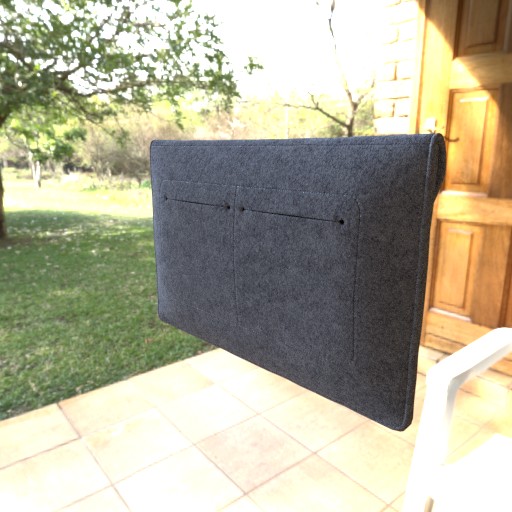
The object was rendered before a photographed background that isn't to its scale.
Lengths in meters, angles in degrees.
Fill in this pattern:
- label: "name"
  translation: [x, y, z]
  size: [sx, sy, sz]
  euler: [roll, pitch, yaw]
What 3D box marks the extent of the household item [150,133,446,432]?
- label: "household item"
  translation: [0.000, 0.000, 0.427]
  size: [0.335, 0.221, 0.057]
  euler: [13, 19, 43]
